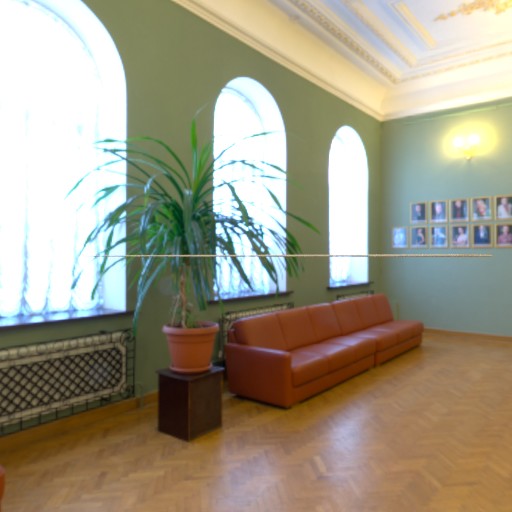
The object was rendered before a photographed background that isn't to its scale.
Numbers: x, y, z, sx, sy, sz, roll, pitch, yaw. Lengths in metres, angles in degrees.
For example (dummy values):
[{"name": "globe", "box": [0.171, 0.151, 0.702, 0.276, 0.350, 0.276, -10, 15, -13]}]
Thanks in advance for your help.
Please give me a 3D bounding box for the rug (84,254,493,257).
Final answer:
[{"name": "rug", "box": [0.000, 0.000, 2.669, 2.435, 0.009, 0.750, 0, 0, 37]}]
